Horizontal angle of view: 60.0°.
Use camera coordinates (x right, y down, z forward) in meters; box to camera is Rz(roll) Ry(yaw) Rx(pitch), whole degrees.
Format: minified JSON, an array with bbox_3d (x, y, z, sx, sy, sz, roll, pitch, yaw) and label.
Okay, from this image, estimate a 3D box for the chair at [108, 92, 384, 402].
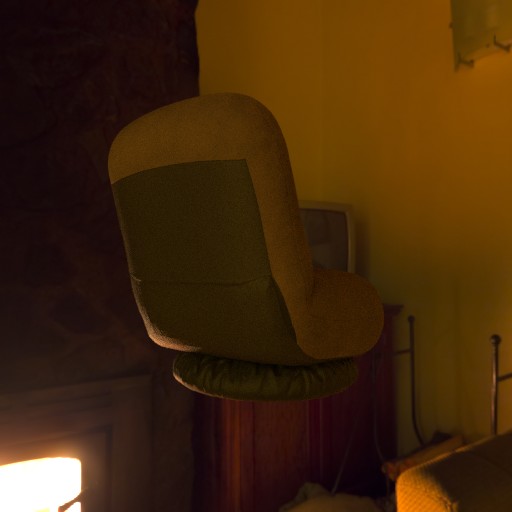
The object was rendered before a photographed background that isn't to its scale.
[{"bbox_3d":[0.000,0.000,1.052,0.521,0.594,0.597,-1,-2,37],"label":"chair"}]
